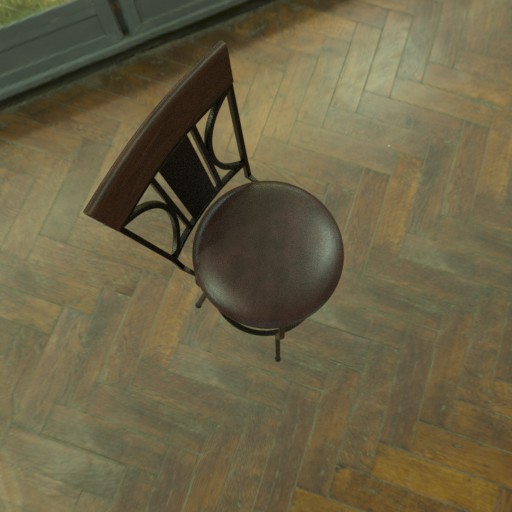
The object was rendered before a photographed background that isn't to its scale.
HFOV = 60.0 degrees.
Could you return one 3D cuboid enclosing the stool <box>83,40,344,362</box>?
[{"bbox_3d":[0.000,0.000,1.377,0.513,1.130,0.448,33,78,8],"label":"stool"}]
